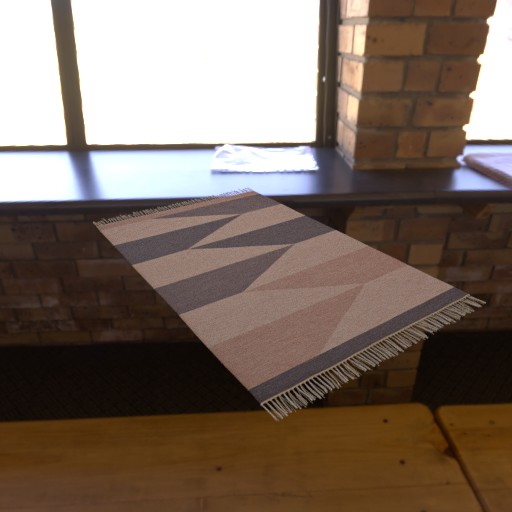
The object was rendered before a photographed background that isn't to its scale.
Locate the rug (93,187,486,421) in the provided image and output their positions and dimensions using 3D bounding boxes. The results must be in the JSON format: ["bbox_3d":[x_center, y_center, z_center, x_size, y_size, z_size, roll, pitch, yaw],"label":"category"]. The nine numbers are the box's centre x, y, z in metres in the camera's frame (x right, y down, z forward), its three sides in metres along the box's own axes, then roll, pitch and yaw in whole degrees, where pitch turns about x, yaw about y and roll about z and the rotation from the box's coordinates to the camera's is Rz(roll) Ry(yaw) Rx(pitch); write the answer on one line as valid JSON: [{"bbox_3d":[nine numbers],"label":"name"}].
[{"bbox_3d":[0.000,0.000,2.480,1.224,0.027,2.021,-18,32,-30],"label":"rug"}]
